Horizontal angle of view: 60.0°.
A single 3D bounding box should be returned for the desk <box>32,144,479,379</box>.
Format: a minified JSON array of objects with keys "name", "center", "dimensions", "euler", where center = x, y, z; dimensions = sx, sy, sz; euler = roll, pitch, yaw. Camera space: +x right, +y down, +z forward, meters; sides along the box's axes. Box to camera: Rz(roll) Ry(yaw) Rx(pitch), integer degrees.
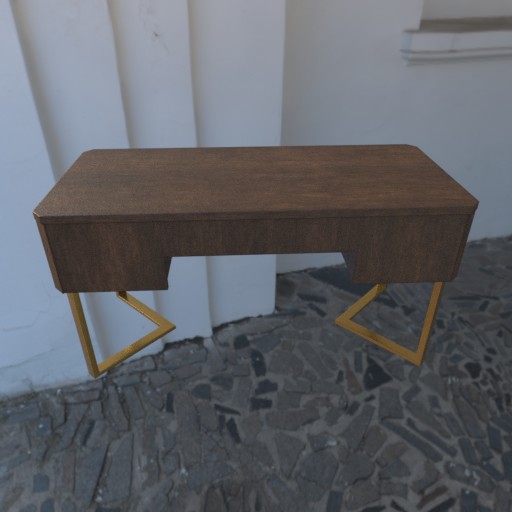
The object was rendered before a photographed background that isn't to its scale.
[{"name":"desk","center":[0.000,0.000,1.921],"dimensions":[1.479,0.762,0.684],"euler":[-2,32,-2]}]
